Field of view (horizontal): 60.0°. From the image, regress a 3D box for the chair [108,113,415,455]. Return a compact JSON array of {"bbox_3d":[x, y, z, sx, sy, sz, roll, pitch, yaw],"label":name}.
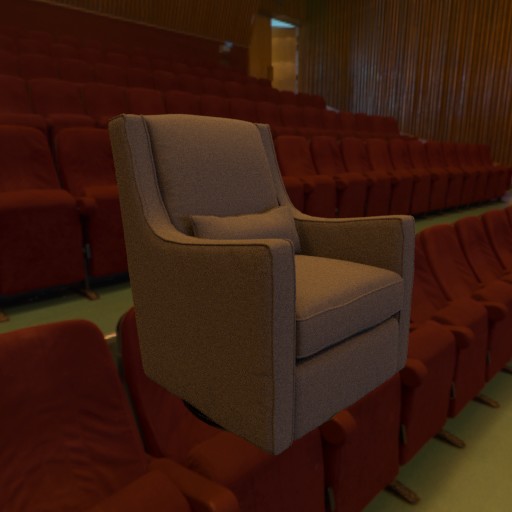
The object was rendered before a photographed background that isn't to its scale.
[{"bbox_3d":[0.000,0.000,1.571,0.879,0.993,0.732,12,18,44],"label":"chair"}]
